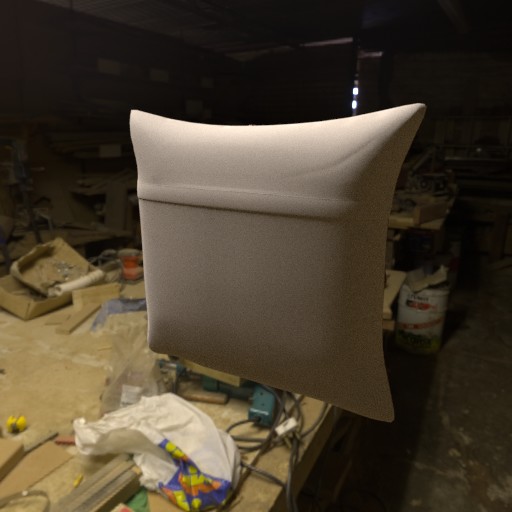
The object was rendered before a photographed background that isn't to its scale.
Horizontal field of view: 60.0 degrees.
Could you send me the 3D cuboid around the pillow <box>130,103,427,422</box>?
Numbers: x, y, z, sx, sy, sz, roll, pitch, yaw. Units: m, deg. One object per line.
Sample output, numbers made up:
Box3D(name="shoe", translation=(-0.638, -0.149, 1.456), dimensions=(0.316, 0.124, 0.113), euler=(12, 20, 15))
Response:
Box3D(name="pillow", translation=(0.000, 0.000, 0.748), dimensions=(0.501, 0.477, 0.192), euler=(9, 19, 27))
